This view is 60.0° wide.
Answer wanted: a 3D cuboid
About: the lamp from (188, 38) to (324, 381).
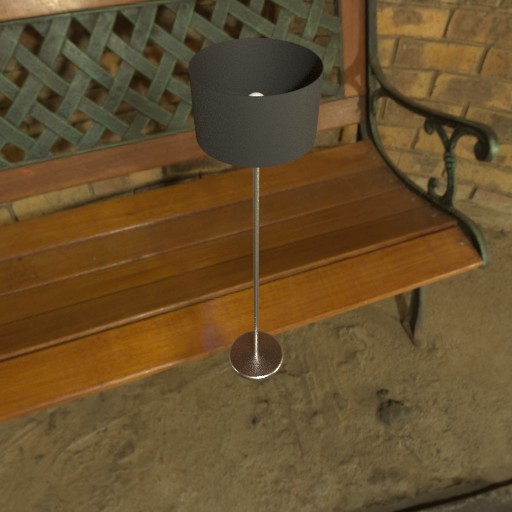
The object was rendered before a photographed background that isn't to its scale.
[{"bbox_3d":[0.000,0.000,1.668,0.348,1.443,0.348,30,53,25],"label":"lamp"}]
